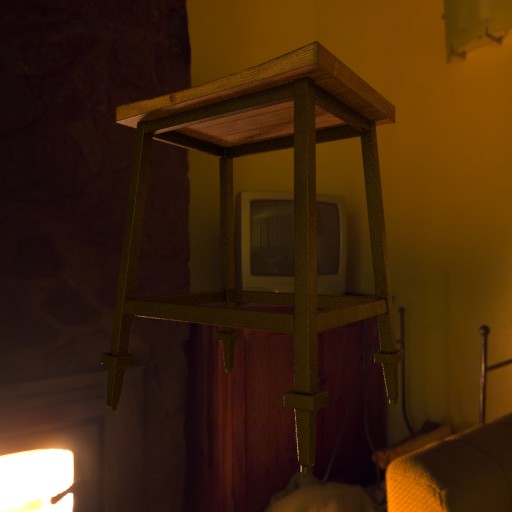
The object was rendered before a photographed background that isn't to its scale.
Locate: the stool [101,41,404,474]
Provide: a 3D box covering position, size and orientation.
[{"bbox_3d":[0.000,0.000,0.922,0.486,0.625,0.405,0,0,36],"label":"stool"}]
